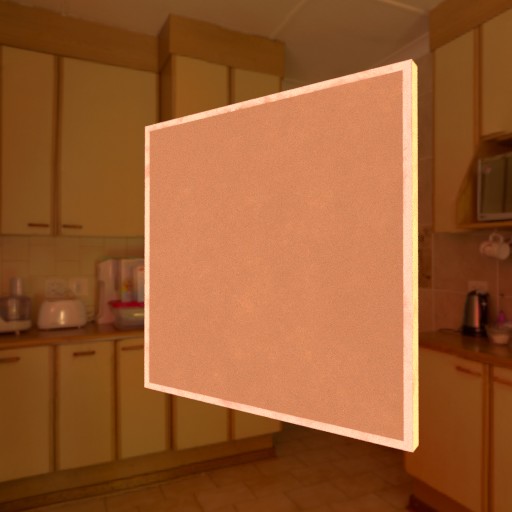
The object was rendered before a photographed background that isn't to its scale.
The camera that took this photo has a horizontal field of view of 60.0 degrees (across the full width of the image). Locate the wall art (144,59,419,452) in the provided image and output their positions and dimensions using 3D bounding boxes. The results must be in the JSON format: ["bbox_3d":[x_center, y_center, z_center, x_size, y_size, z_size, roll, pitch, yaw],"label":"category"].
[{"bbox_3d":[0.000,0.000,1.086,0.760,0.757,0.038,0,-1,35],"label":"wall art"}]
